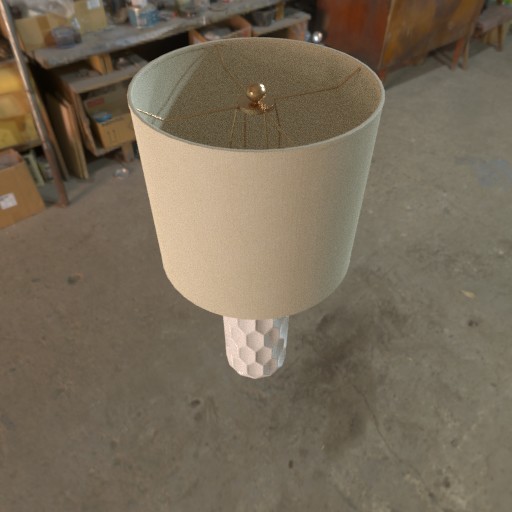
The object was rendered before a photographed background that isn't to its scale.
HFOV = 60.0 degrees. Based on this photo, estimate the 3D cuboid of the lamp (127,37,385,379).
[{"bbox_3d":[0.000,0.000,0.675,0.277,0.537,0.277,12,46,11],"label":"lamp"}]
